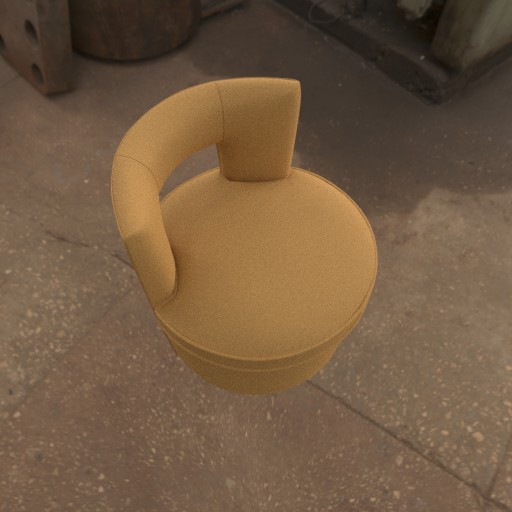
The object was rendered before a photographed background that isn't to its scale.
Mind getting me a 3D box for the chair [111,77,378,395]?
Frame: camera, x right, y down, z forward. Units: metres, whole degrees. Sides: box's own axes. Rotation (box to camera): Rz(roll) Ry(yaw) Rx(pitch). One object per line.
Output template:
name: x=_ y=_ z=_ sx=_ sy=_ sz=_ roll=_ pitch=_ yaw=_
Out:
chair: x=0.000 y=0.000 z=1.253 sx=0.665 sy=0.723 sz=0.650 roll=32 pitch=63 yaw=19
